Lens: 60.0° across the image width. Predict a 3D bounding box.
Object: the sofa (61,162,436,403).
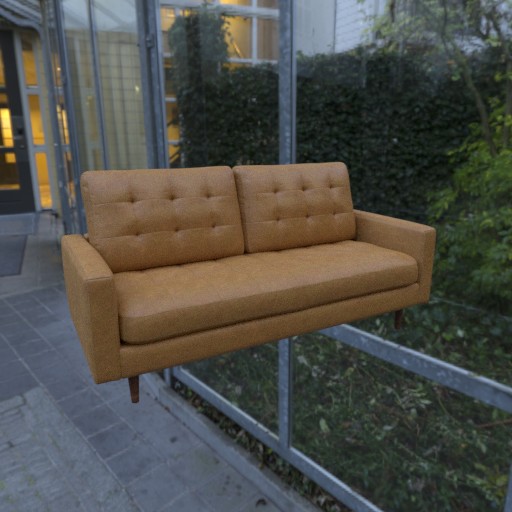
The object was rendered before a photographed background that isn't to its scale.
[{"bbox_3d":[0.000,0.000,2.324,1.821,0.898,0.850,-8,17,-28],"label":"sofa"}]
